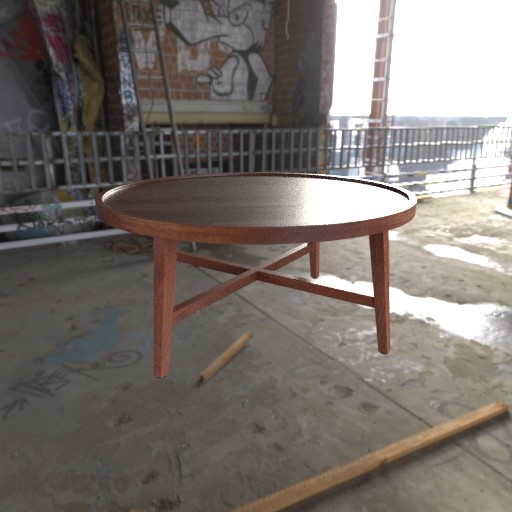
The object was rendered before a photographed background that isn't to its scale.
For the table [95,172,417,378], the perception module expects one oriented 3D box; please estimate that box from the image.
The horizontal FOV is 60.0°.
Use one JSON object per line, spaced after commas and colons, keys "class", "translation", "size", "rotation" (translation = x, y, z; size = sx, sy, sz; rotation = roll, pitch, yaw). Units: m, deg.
{"class": "table", "translation": [0.000, 0.000, 1.219], "size": [0.800, 0.360, 0.800], "rotation": [0, 18, 0]}
